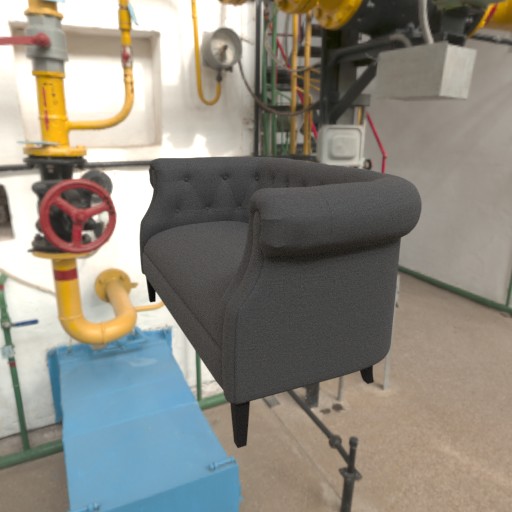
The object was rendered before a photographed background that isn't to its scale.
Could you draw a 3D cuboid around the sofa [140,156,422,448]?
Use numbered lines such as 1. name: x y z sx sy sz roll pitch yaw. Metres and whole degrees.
1. sofa: 0.000 0.000 2.057 0.835 0.827 1.558 -7 18 -24
